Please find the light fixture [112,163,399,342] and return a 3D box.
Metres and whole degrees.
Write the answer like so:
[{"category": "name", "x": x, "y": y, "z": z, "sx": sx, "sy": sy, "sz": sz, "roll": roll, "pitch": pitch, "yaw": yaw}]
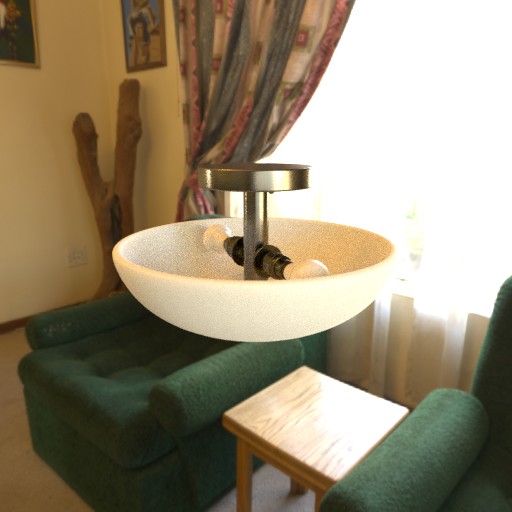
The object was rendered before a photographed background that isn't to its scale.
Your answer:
[{"category": "light fixture", "x": 0.000, "y": 0.000, "z": 0.537, "sx": 0.330, "sy": 0.214, "sz": 0.330, "roll": 0, "pitch": 15, "yaw": 0}]
